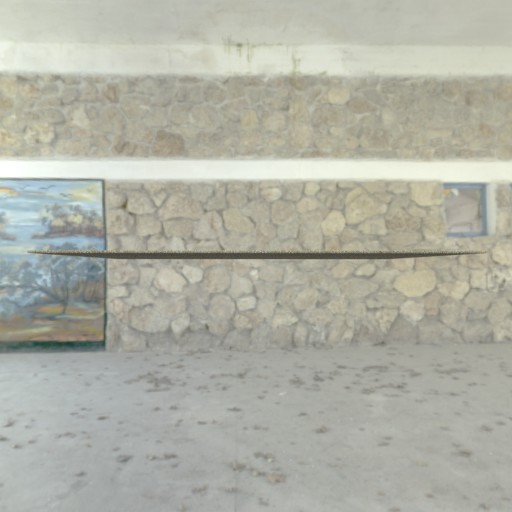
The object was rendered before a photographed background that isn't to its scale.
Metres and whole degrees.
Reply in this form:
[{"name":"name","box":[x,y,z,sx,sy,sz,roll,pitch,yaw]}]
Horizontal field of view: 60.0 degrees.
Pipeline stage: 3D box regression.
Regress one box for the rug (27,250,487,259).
[{"name":"rug","box":[0.000,0.000,2.371,1.824,0.010,1.240,0,-2,-1]}]
